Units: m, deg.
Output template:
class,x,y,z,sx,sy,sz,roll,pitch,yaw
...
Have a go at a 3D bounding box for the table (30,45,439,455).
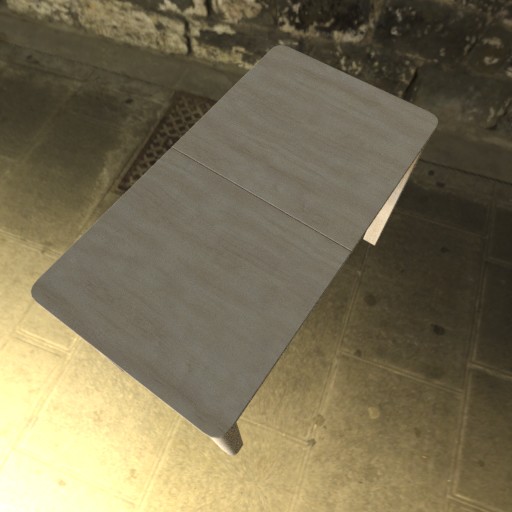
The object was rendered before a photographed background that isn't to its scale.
class,x,y,z,sx,sy,sz,roll,pitch,yaw
table,0.000,0.000,1.917,0.750,0.900,1.400,32,67,15
